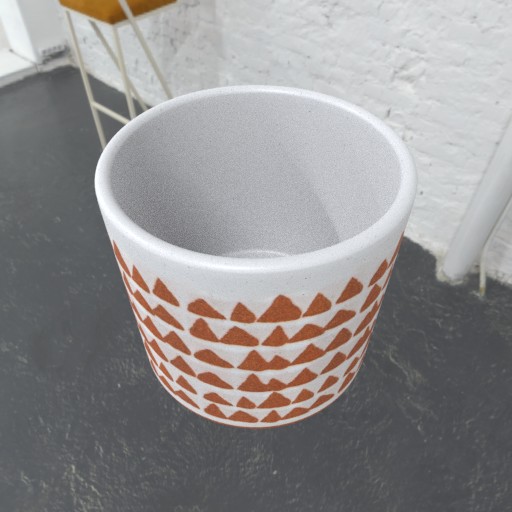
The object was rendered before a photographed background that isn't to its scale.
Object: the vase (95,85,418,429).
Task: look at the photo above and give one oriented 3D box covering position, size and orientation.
[{"bbox_3d":[0.000,0.000,0.237,0.137,0.127,0.137,0,45,0],"label":"vase"}]
